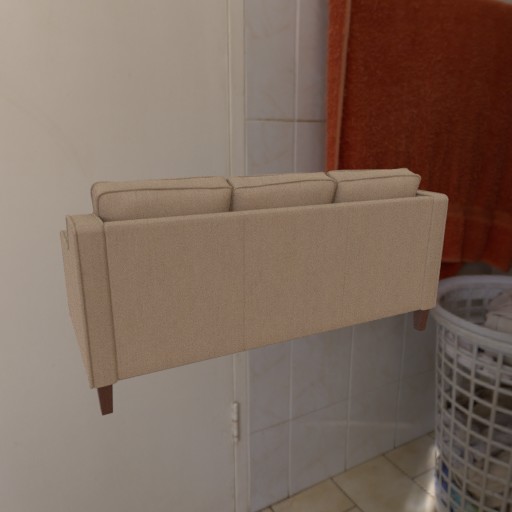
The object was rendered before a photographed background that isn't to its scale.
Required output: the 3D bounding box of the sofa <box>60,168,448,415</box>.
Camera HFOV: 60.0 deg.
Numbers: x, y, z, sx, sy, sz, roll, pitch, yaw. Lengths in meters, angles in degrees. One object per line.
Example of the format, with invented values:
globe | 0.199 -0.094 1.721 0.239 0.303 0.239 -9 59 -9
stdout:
sofa | 0.000 0.000 2.540 1.986 0.974 0.911 -8 17 -26
